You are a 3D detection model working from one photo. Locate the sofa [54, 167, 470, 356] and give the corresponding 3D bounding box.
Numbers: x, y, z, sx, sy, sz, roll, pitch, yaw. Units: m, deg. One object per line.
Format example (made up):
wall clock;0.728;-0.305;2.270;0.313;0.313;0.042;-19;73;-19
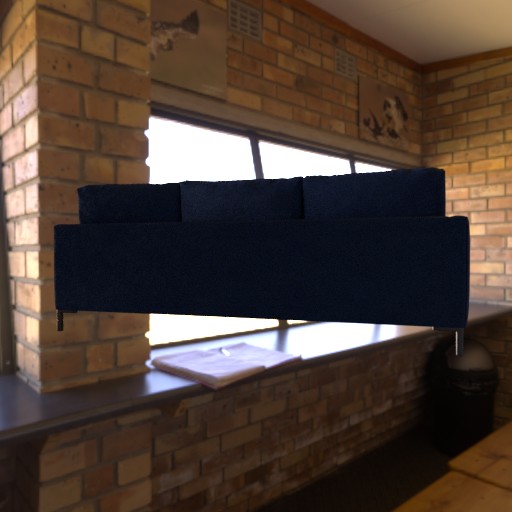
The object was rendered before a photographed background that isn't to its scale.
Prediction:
sofa;0.000;0.000;2.685;2.252;0.879;0.875;0;1;17
